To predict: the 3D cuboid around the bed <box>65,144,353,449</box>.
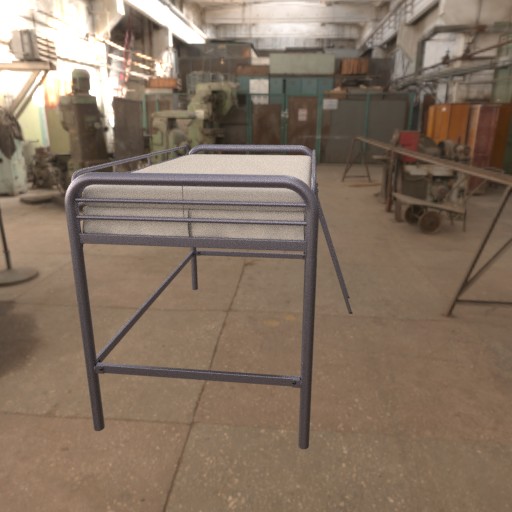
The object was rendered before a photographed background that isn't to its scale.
[{"bbox_3d":[0.000,0.000,2.882,1.415,1.288,1.965,2,18,7],"label":"bed"}]
